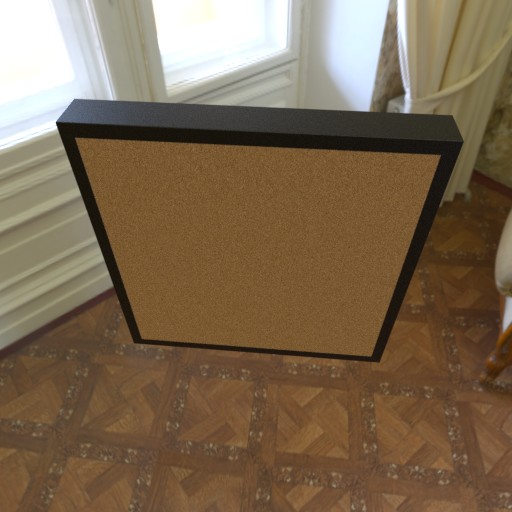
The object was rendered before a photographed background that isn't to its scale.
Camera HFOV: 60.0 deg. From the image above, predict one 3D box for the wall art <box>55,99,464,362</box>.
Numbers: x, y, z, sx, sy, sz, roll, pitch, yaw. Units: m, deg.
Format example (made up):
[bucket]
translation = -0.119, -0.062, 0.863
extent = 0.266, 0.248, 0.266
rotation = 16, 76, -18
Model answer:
[wall art]
translation = 0.000, 0.000, 0.450
extent = 0.304, 0.304, 0.038
rotation = 4, 46, 4
